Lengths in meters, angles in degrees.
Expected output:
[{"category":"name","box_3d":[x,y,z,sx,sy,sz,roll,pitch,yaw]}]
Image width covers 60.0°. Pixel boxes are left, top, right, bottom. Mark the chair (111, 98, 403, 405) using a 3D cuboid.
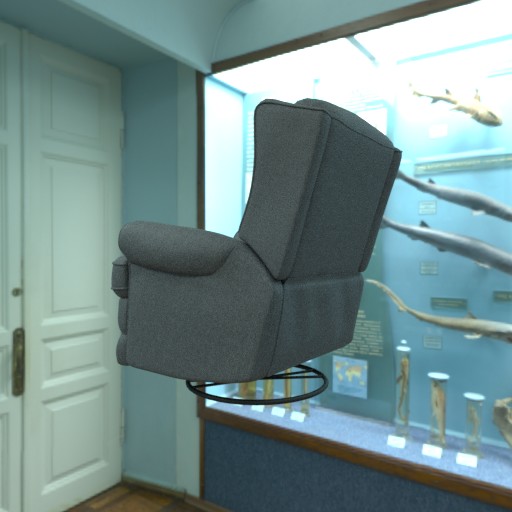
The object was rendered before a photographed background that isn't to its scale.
[{"category":"chair","box_3d":[0.000,0.000,1.786,0.969,1.011,0.847,1,1,37]}]
